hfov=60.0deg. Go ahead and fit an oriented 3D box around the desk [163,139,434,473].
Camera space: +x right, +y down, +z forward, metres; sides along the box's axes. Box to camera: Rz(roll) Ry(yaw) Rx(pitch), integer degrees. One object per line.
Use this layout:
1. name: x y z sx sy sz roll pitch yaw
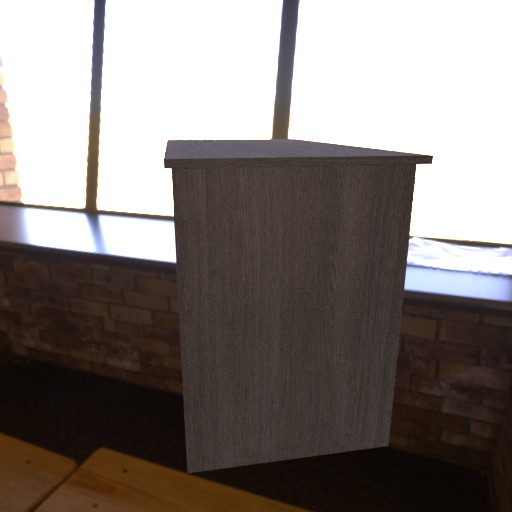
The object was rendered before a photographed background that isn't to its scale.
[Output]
1. desk: 0.000 0.000 1.509 0.560 0.735 1.097 -3 17 -10
